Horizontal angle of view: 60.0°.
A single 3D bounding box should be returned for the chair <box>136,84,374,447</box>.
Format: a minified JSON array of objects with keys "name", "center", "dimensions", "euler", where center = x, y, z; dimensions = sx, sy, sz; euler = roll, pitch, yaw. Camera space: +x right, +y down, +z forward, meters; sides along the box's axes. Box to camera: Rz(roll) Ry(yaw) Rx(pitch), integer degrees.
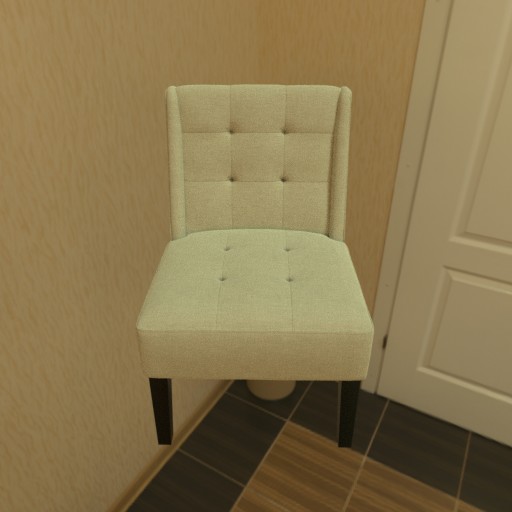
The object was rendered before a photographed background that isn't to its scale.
[{"name":"chair","center":[0.000,0.000,1.298],"dimensions":[0.569,0.853,0.676],"euler":[1,31,1]}]
